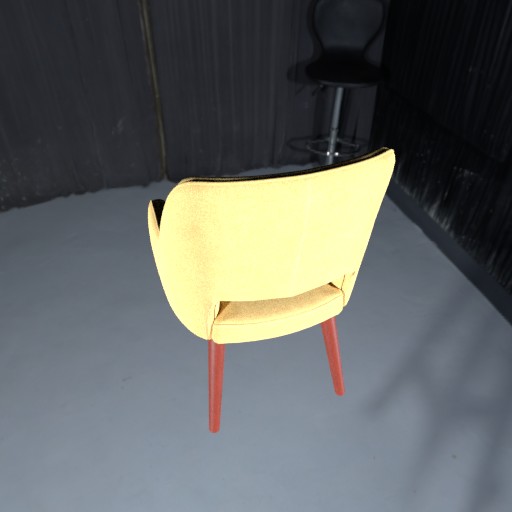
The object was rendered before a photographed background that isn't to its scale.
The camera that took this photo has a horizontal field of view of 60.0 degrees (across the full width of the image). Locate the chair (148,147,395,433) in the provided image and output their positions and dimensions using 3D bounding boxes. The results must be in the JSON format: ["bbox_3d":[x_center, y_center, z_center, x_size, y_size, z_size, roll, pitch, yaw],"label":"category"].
[{"bbox_3d":[0.000,0.000,1.246,0.548,0.849,0.605,-12,42,-13],"label":"chair"}]
